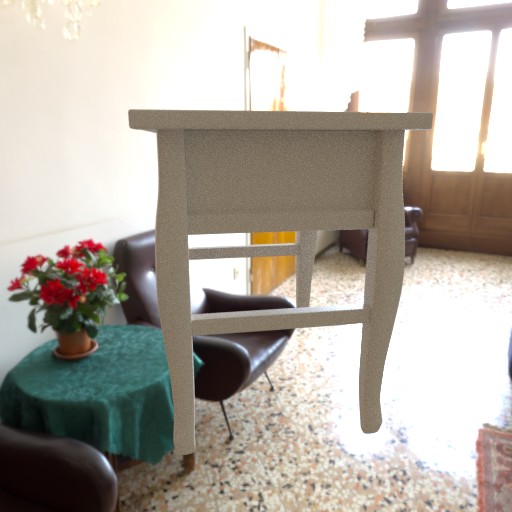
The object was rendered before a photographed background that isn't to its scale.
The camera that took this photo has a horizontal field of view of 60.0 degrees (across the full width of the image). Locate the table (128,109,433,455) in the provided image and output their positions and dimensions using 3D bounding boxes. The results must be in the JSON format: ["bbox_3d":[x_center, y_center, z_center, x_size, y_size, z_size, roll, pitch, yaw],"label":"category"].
[{"bbox_3d":[0.000,0.000,1.017,0.463,0.605,0.599,-2,15,-9],"label":"table"}]
